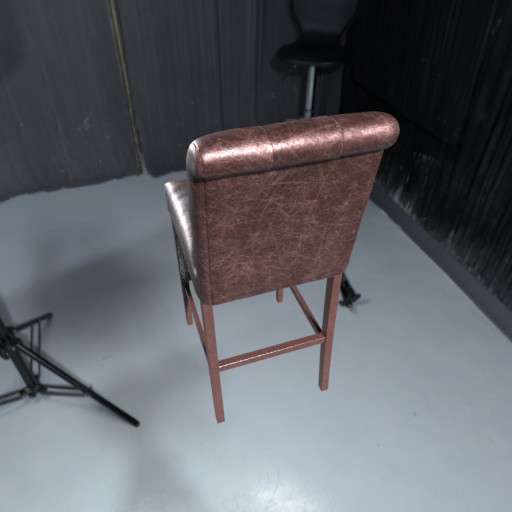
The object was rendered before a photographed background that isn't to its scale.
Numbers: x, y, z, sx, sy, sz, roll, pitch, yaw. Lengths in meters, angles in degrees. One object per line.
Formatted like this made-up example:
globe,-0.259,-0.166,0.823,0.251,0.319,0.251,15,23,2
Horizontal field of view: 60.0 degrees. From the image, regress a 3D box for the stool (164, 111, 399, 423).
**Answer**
stool,0.000,0.000,1.501,0.483,1.168,0.659,-12,42,-14
